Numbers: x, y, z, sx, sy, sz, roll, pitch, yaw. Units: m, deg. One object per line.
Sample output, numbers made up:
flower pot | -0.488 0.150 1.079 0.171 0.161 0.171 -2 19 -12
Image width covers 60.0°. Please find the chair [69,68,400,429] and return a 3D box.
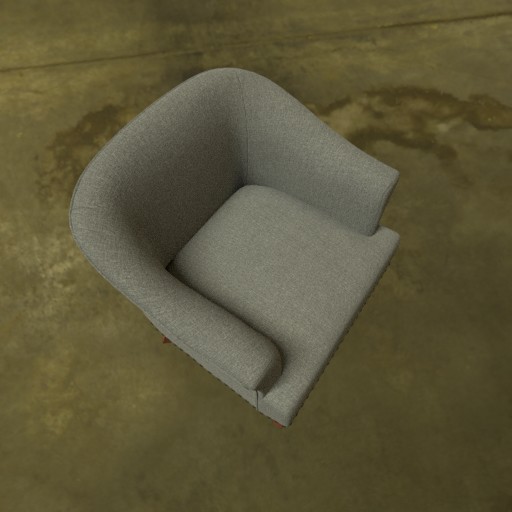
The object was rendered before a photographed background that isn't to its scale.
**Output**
chair | 0.000 0.000 1.390 0.704 0.815 0.798 30 63 17
